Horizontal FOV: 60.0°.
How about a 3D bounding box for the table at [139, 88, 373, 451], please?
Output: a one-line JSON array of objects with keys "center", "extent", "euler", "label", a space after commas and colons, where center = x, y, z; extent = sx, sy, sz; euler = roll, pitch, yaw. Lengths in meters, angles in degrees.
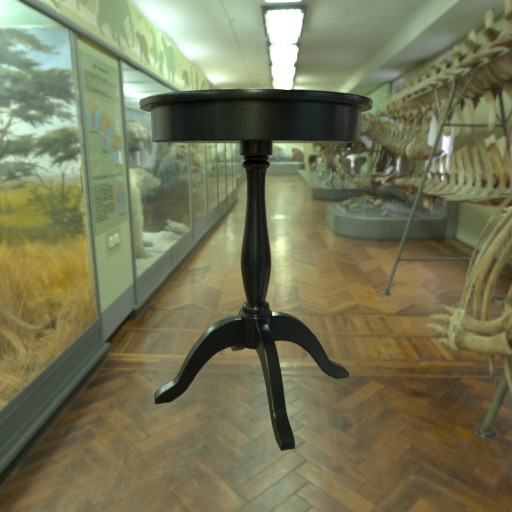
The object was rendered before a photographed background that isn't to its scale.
[{"center": [0.000, 0.000, 1.013], "extent": [0.481, 0.665, 0.481], "euler": [0, 14, 0], "label": "table"}]
